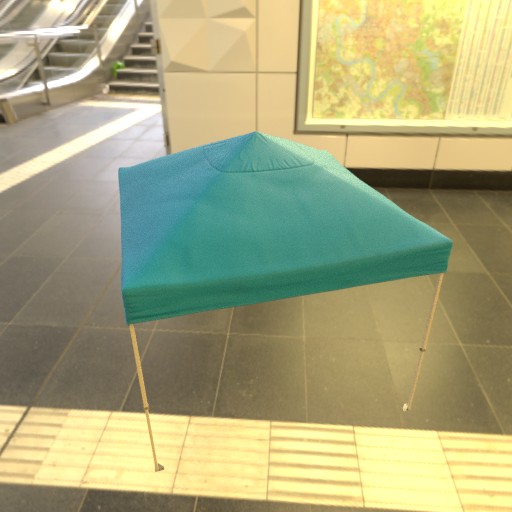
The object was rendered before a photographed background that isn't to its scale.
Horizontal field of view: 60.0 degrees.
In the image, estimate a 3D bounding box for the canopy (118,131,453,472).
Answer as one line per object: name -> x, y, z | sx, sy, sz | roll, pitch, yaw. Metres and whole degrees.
canopy -> 0.000, 0.000, 5.362 | 2.998, 2.997, 2.996 | -8, 31, -13
